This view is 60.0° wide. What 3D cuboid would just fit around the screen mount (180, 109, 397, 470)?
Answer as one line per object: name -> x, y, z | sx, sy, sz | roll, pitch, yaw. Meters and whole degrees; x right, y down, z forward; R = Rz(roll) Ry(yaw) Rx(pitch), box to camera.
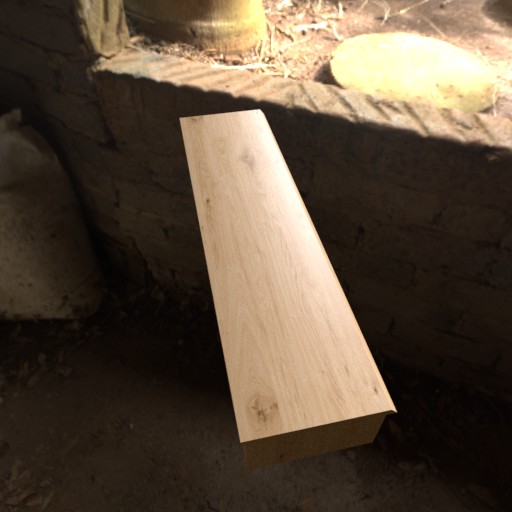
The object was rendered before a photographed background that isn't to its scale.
screen mount -> 0.000, 0.000, 1.926 | 0.450, 0.430, 1.700 | -9, 47, -8
